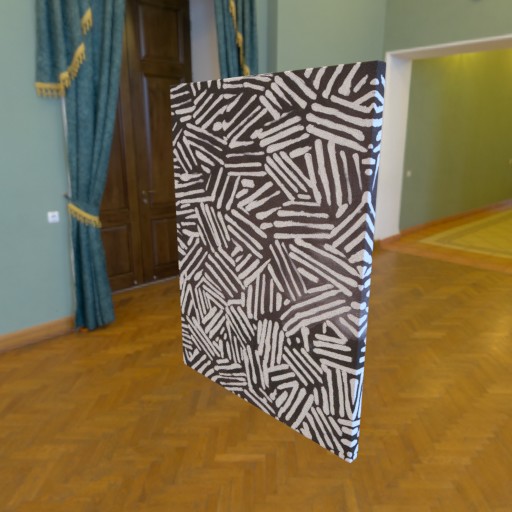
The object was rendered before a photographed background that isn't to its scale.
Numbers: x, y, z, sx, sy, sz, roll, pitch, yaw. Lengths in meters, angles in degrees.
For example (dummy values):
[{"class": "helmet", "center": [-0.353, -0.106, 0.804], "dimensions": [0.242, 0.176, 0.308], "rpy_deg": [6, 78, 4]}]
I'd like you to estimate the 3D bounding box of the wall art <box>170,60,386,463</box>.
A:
[{"class": "wall art", "center": [0.000, 0.000, 1.343], "dimensions": [0.038, 1.017, 0.765], "rpy_deg": [-15, 22, -43]}]
